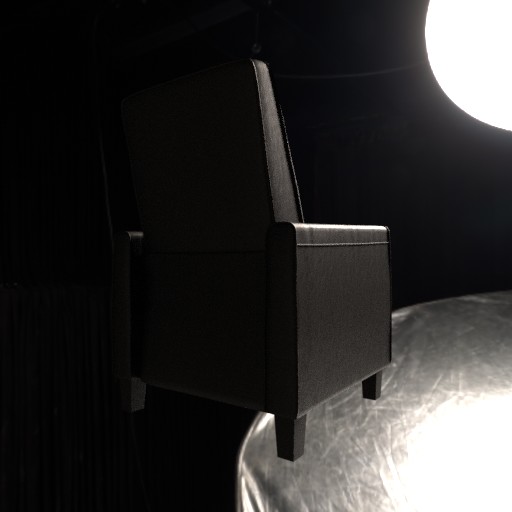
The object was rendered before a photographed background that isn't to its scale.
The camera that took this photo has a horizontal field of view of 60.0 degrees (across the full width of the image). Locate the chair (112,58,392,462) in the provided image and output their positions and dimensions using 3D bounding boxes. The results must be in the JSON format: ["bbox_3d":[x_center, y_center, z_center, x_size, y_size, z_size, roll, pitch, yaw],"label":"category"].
[{"bbox_3d":[0.000,0.000,1.521,0.705,1.013,0.746,0,-1,35],"label":"chair"}]
